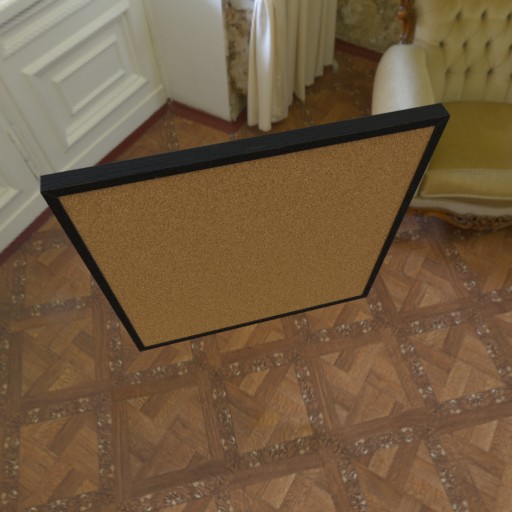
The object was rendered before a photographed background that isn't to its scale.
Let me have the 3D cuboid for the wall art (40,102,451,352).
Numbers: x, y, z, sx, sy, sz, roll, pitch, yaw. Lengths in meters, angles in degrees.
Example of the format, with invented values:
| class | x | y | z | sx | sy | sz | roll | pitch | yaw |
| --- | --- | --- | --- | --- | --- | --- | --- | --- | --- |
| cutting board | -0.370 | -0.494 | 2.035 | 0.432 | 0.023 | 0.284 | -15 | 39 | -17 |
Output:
| class | x | y | z | sx | sy | sz | roll | pitch | yaw |
| --- | --- | --- | --- | --- | --- | --- | --- | --- | --- |
| wall art | 0.000 | 0.000 | 1.127 | 0.761 | 0.761 | 0.037 | -12 | 58 | -8 |
